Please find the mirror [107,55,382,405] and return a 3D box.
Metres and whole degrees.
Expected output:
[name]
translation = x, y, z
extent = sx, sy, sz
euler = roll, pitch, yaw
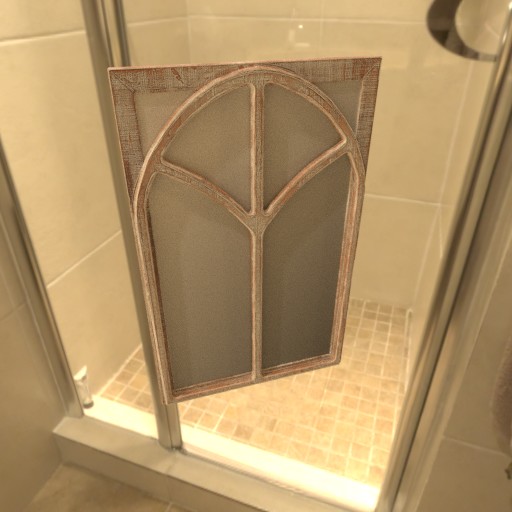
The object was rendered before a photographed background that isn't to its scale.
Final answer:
[mirror]
translation = 0.000, 0.000, 0.972
extent = 0.495, 0.787, 0.058
euler = -9, 33, -15
